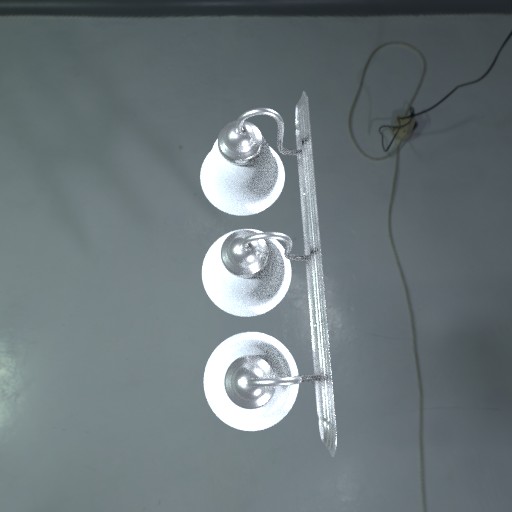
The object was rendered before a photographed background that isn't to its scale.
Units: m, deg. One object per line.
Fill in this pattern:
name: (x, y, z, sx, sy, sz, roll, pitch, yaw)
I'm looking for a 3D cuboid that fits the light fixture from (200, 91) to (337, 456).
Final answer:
light fixture: (0.000, 0.000, 0.708, 0.199, 0.222, 0.610, -3, 75, -1)
